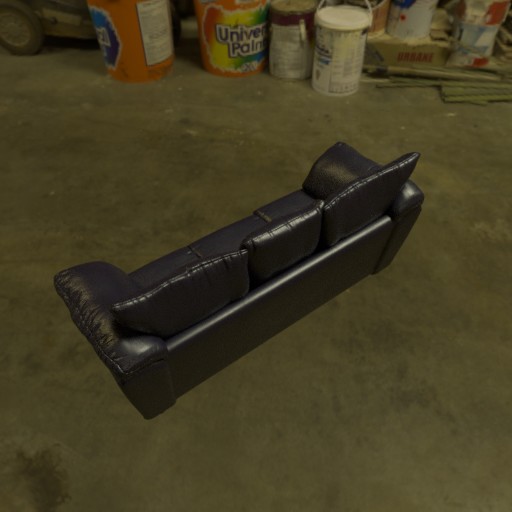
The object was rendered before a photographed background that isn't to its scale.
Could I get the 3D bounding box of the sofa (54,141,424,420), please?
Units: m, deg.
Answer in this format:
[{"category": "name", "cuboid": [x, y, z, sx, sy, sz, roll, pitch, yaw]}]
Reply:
[{"category": "sofa", "cuboid": [0.000, 0.000, 2.932, 2.336, 1.073, 0.880, -28, 53, -24]}]
